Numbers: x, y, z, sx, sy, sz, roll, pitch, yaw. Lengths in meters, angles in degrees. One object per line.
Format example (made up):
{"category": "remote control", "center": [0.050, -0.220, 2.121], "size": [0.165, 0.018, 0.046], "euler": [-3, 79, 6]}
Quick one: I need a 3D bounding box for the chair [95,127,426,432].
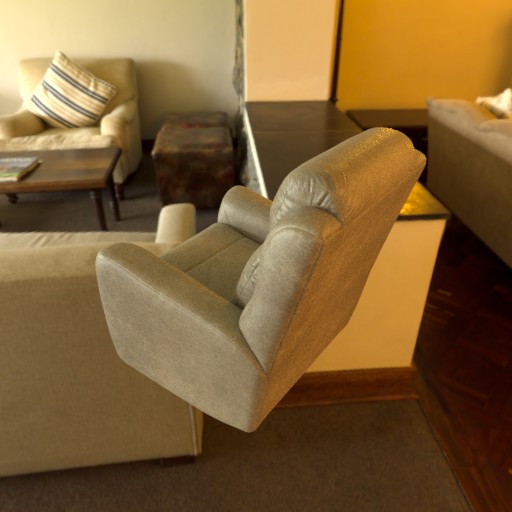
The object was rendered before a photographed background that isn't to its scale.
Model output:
{"category": "chair", "center": [0.000, 0.000, 1.923], "size": [1.068, 1.116, 0.967], "euler": [20, 36, 31]}
